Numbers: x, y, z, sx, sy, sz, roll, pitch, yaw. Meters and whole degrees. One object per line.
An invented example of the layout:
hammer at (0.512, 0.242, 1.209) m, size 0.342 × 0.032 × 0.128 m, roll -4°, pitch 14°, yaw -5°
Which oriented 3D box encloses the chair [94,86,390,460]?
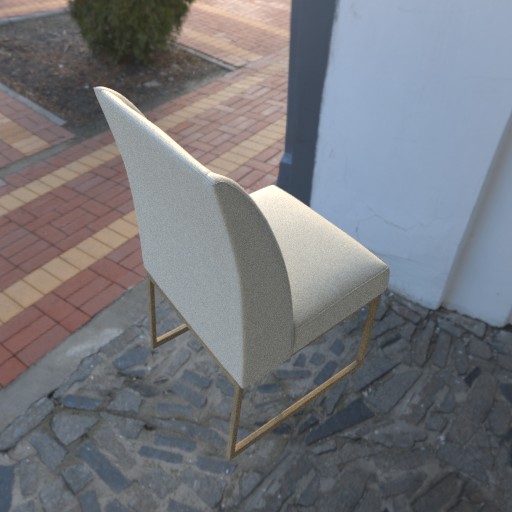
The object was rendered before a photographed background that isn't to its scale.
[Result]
chair at (0.000, 0.000, 1.168) m, size 0.522 × 0.863 × 0.508 m, roll -26°, pitch 48°, yaw -26°
